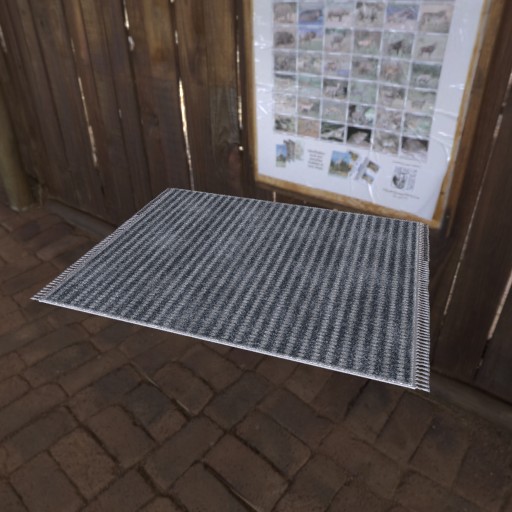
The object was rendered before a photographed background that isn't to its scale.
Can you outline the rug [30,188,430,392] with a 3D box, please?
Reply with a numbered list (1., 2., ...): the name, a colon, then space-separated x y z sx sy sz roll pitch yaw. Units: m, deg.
1. rug: 0.000 0.000 3.918 2.910 0.013 2.256 10 33 15
